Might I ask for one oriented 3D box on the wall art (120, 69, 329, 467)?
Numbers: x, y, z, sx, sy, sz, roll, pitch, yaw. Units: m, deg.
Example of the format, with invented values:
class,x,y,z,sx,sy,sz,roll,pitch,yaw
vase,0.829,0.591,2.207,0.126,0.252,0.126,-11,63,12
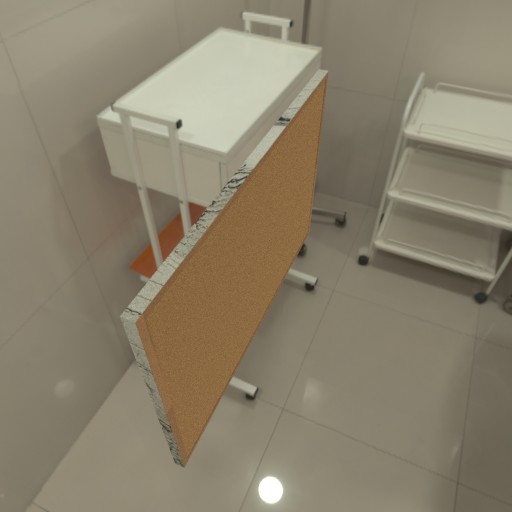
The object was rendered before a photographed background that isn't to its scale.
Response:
class,x,y,z,sx,sy,sz,roll,pitch,yaw
wall art,0.000,0.000,1.436,0.035,0.758,1.141,18,49,16
